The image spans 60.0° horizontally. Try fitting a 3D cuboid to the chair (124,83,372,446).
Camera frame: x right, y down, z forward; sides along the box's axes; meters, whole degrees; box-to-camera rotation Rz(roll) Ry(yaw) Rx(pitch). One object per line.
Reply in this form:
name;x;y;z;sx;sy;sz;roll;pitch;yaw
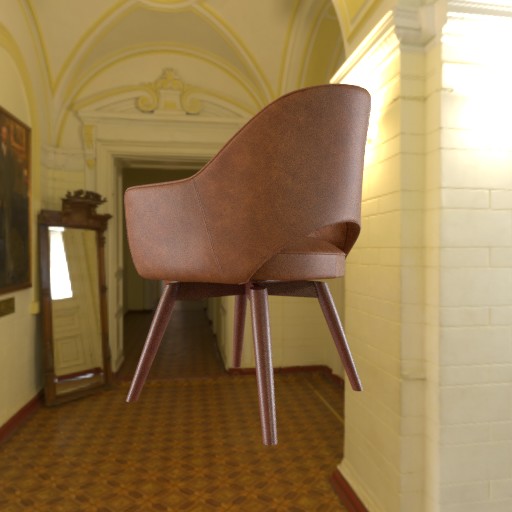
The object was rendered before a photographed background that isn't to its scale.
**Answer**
chair;0.000;0.000;1.219;0.640;0.777;0.591;0;0;36
